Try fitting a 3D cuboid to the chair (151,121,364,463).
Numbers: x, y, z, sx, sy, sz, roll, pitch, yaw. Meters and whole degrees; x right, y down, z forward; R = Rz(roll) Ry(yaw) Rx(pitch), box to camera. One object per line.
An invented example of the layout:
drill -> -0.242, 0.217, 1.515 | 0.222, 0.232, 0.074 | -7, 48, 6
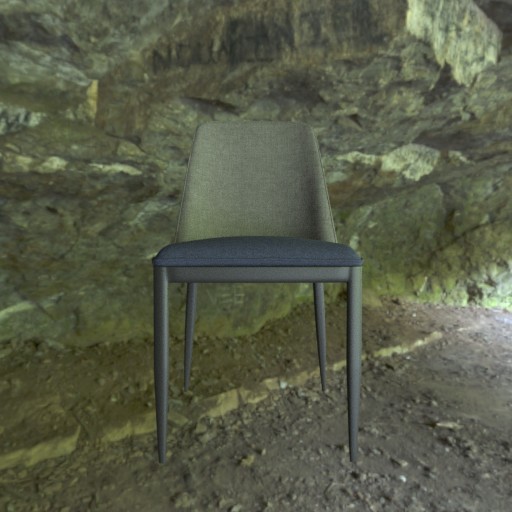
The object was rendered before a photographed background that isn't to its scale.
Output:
chair -> 0.000, 0.000, 1.176 | 0.488, 0.855, 0.550 | 0, 1, -1
